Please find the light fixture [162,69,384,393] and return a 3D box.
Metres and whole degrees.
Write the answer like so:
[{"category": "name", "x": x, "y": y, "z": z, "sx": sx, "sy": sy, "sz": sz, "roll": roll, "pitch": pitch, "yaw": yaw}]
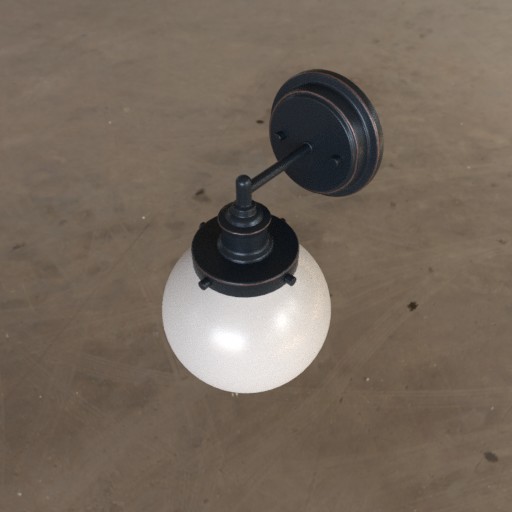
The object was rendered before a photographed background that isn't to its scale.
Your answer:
[{"category": "light fixture", "x": 0.000, "y": 0.000, "z": 0.484, "sx": 0.197, "sy": 0.332, "sz": 0.230, "roll": 31, "pitch": 53, "yaw": 28}]
